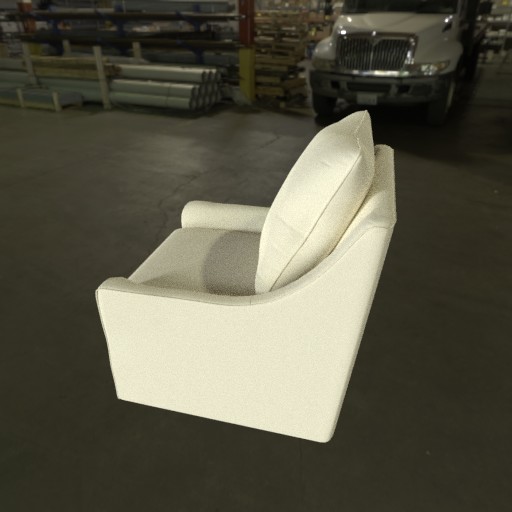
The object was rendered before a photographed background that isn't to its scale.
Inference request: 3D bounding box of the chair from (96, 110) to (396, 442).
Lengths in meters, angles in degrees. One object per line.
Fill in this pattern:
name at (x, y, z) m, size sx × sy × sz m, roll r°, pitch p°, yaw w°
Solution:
chair at (0.000, 0.000, 1.615) m, size 0.876 × 0.965 × 0.756 m, roll 7°, pitch 30°, yaw 13°
